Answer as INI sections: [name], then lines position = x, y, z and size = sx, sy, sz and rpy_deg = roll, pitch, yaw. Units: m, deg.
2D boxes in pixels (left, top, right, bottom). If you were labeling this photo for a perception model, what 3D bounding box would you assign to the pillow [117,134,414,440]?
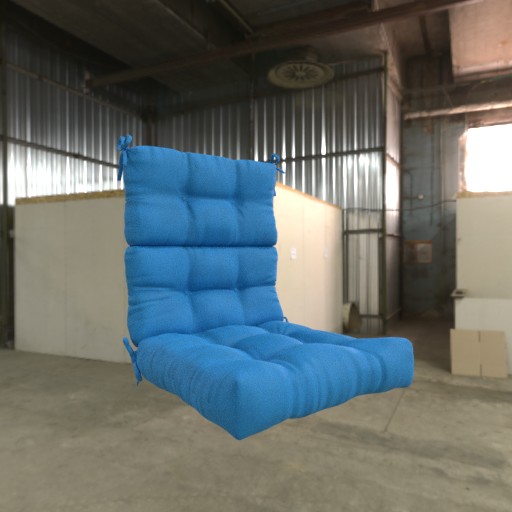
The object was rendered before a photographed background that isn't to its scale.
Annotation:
[pillow]
position = 0.000, 0.000, 1.047
size = 0.519, 0.605, 0.571
rpy_deg = -1, 1, -36
